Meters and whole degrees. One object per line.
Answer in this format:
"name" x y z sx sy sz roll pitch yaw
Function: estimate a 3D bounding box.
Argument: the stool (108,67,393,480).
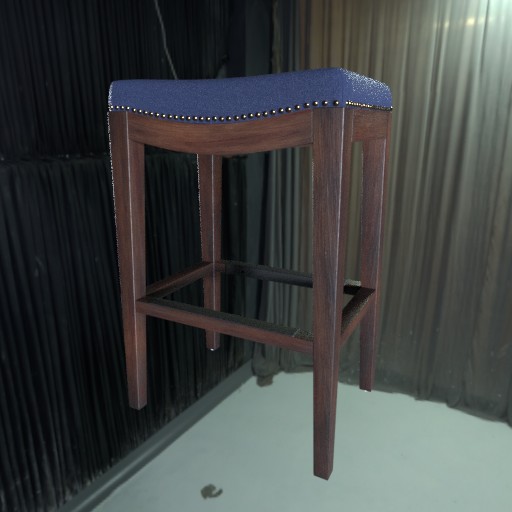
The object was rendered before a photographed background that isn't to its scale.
"stool" 0.000 0.000 1.000 0.498 0.740 0.358 8 18 27
